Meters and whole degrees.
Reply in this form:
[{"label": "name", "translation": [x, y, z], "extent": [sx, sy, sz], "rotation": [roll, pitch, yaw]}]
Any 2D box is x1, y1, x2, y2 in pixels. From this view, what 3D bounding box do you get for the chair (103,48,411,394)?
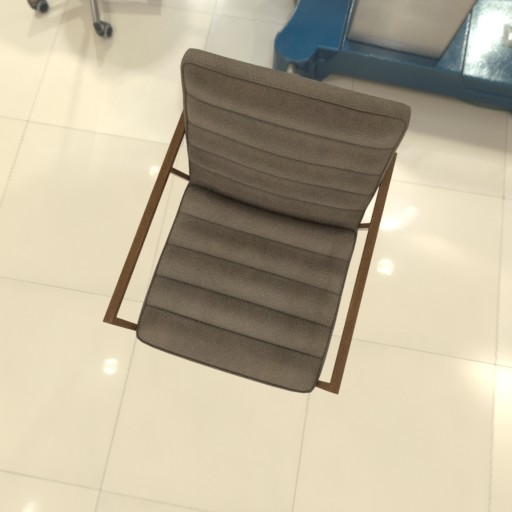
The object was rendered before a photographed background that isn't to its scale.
[{"label": "chair", "translation": [0.000, 0.000, 1.302], "extent": [0.578, 0.843, 0.682], "rotation": [17, 77, 4]}]
